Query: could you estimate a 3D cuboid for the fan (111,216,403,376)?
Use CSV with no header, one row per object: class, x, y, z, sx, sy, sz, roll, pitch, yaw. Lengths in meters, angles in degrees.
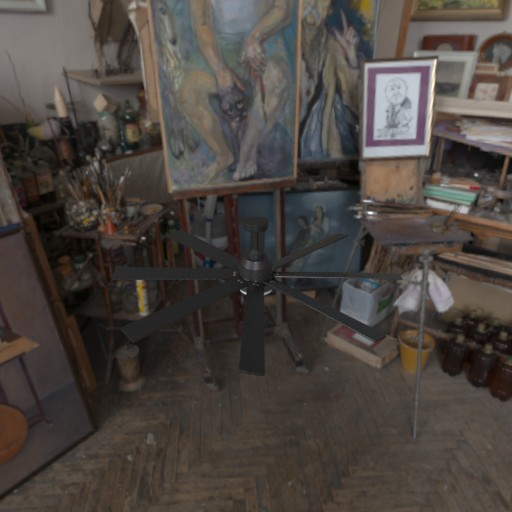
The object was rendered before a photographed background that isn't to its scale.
fan,0.000,0.000,2.768,1.830,0.472,1.830,1,27,1
